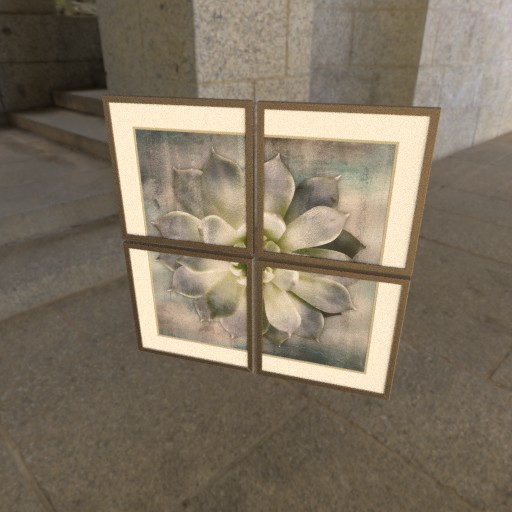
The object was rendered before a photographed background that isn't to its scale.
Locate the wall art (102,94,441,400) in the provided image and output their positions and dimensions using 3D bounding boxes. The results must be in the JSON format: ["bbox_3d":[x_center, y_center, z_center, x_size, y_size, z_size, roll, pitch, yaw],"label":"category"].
[{"bbox_3d":[0.000,0.000,1.546,1.032,1.032,0.030,7,27,14],"label":"wall art"}]
